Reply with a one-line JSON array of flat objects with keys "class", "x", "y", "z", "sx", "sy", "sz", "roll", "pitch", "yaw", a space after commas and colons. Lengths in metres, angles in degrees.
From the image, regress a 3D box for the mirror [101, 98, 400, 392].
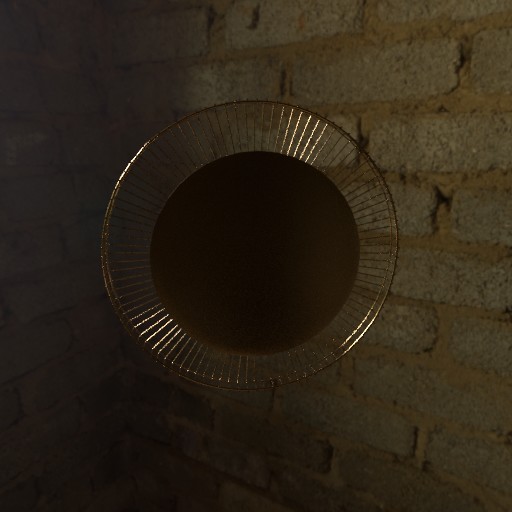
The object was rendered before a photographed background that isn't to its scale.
[{"class": "mirror", "x": 0.000, "y": 0.000, "z": 1.051, "sx": 0.703, "sy": 0.703, "sz": 0.067, "roll": -2, "pitch": 14, "yaw": -7}]
